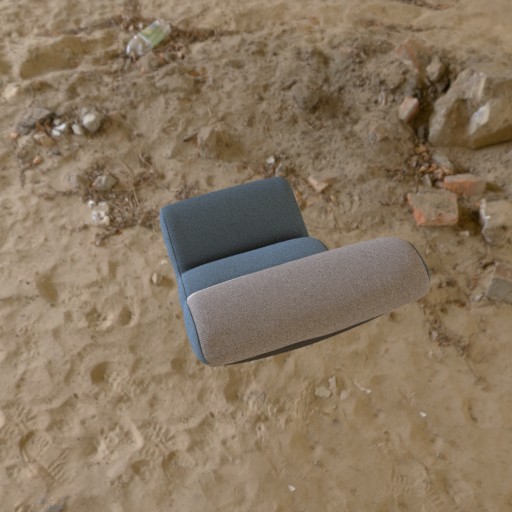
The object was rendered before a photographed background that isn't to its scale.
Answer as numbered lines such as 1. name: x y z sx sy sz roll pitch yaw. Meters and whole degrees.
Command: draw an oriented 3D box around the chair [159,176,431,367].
1. chair: 0.000 0.000 1.083 0.420 0.641 0.661 -16 60 -10
